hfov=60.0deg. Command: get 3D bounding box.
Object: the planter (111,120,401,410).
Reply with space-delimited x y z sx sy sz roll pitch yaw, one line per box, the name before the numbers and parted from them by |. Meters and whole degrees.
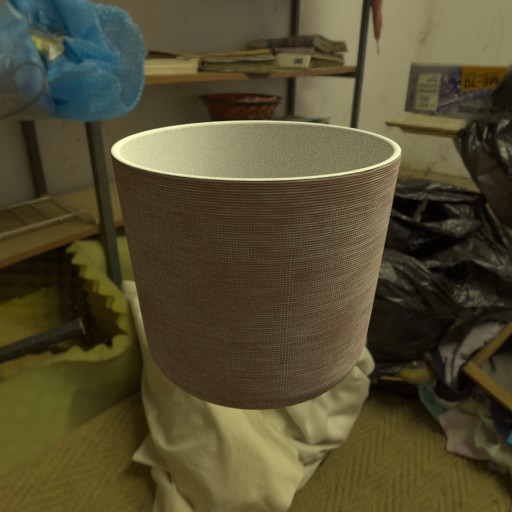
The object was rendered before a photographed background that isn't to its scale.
planter | 0.000 0.000 0.784 0.440 0.398 0.440 0 25 0
